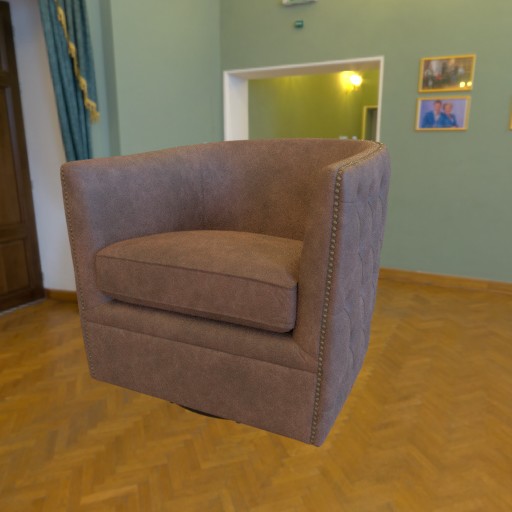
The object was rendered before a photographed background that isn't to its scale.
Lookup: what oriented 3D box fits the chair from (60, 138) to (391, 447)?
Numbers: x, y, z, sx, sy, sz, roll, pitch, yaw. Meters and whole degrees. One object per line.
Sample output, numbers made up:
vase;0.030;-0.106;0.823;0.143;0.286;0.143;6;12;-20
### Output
chair;0.000;0.000;1.514;0.850;0.790;0.870;7;16;25
